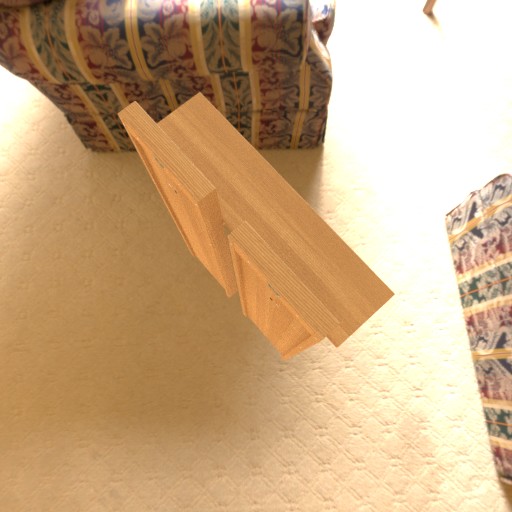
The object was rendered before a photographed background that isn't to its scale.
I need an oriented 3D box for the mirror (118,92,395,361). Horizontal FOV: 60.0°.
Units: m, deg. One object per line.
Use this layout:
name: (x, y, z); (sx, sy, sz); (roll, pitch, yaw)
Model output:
mirror: (0.000, 0.000, 1.608); (0.260, 1.250, 0.800); (-40, 78, -10)
